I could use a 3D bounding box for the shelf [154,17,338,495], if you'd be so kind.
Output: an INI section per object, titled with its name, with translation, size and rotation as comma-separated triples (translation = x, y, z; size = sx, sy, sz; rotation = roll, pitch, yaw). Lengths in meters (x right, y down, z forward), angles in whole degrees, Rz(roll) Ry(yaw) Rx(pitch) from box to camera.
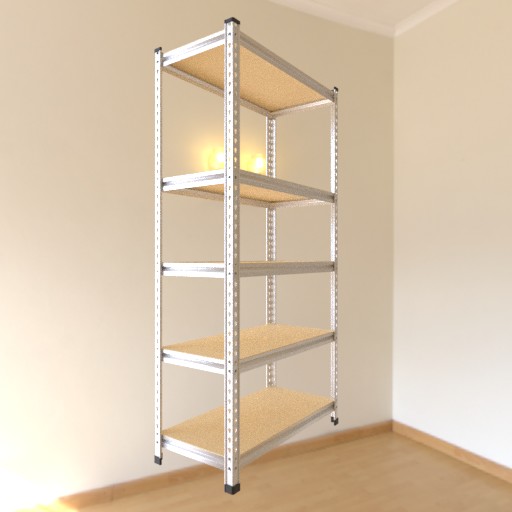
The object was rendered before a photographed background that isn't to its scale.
[shelf]
translation = 0.000, 0.000, 2.195
size = 0.457, 1.829, 0.914
rotation = 0, 0, 36
